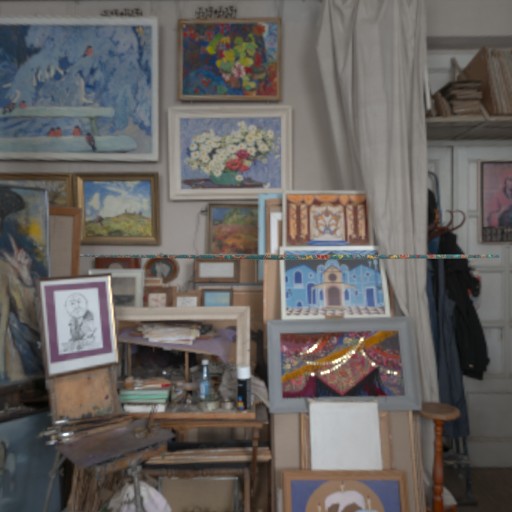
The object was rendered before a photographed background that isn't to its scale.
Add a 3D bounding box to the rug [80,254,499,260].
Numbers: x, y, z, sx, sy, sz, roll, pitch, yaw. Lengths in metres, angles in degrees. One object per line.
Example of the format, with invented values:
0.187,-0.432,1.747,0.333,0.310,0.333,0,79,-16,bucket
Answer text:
0.000,0.000,2.247,1.216,0.014,1.836,0,0,-37,rug
